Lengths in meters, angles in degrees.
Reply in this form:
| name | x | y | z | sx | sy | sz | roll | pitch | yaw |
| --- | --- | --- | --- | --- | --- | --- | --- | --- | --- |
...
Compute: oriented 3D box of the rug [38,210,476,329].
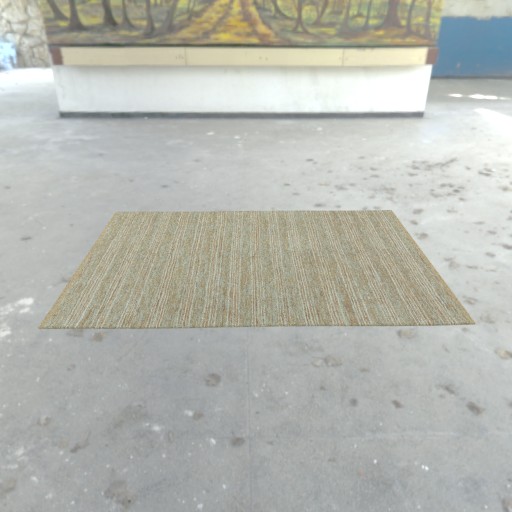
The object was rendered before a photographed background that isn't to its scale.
| name | x | y | z | sx | sy | sz | roll | pitch | yaw |
| --- | --- | --- | --- | --- | --- | --- | --- | --- | --- |
| rug | 0.000 | 0.000 | 2.384 | 1.824 | 0.010 | 1.240 | 0 | 28 | -1 |
